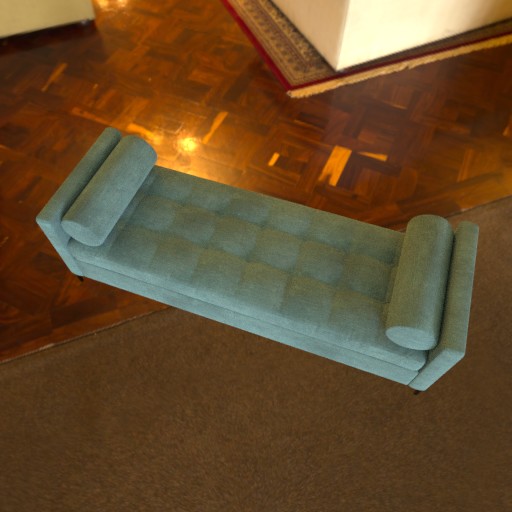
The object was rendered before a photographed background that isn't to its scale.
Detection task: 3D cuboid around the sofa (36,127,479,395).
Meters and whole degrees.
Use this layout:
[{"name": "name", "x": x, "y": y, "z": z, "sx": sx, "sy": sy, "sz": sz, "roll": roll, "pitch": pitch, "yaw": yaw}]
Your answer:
[{"name": "sofa", "x": 0.000, "y": 0.000, "z": 2.329, "sx": 1.981, "sy": 0.635, "sz": 0.686, "roll": 17, "pitch": 59, "yaw": 10}]
